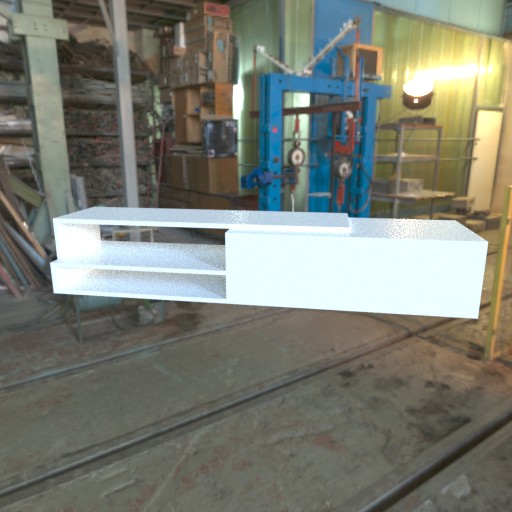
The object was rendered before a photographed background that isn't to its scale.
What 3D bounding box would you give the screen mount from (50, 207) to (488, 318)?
[{"bbox_3d":[0.000,0.000,1.885,1.680,0.320,0.420,2,15,9],"label":"screen mount"}]
